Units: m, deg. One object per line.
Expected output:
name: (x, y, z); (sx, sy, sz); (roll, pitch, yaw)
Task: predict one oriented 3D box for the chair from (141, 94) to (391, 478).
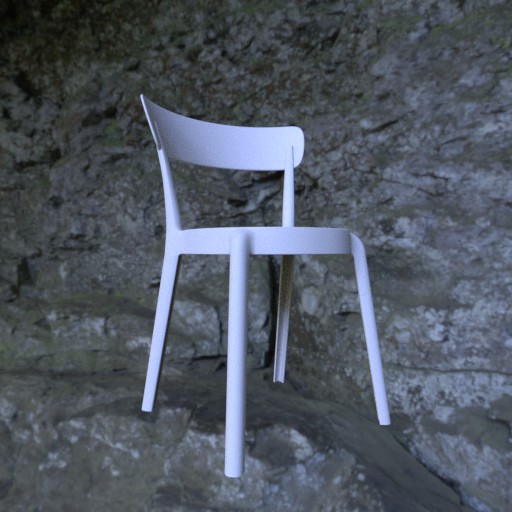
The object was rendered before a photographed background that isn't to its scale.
chair: (0.000, 0.000, 1.110); (0.506, 0.790, 0.491); (0, 1, -35)
